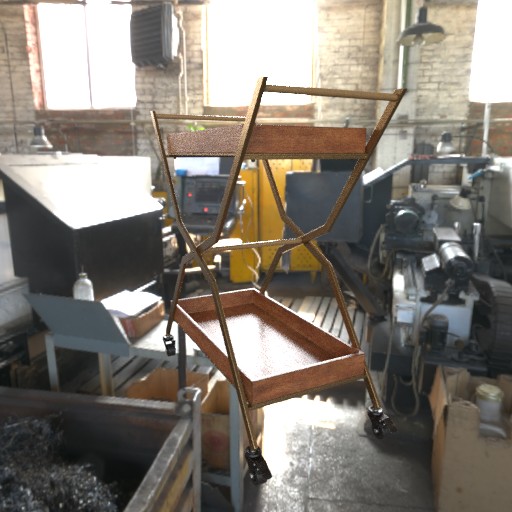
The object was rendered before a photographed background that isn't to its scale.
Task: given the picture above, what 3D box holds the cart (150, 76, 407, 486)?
[{"bbox_3d":[0.000,0.000,1.315,0.405,0.869,0.836,-7,15,-26],"label":"cart"}]
